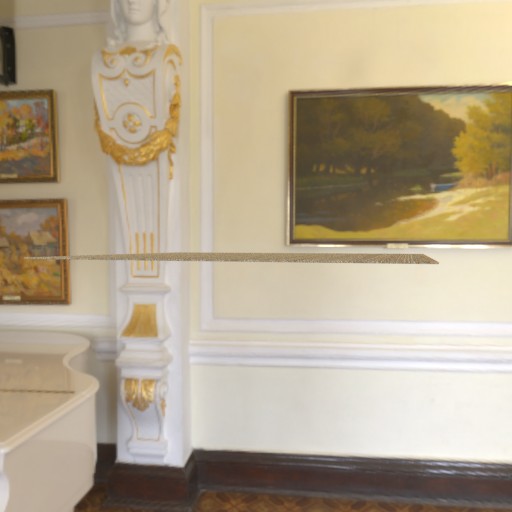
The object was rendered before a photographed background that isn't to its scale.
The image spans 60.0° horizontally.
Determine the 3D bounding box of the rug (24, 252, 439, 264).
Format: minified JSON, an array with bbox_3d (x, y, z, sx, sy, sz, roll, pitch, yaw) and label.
[{"bbox_3d":[0.000,0.000,4.170,3.034,0.012,2.471,0,1,19],"label":"rug"}]
